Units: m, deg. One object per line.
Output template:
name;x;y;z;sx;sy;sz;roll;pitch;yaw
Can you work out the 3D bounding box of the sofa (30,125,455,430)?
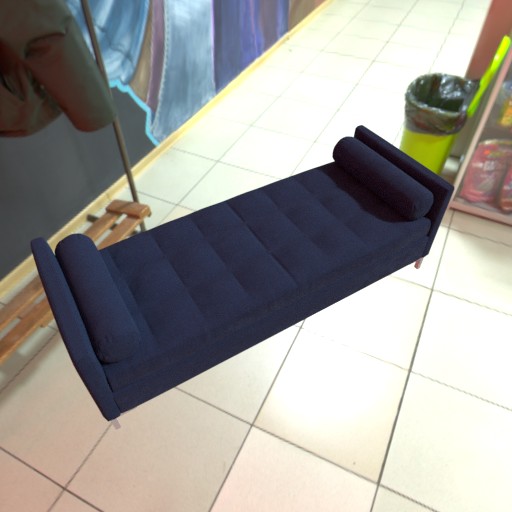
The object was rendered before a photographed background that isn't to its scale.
sofa;0.000;0.000;2.493;2.102;0.657;0.797;-24;51;-21
